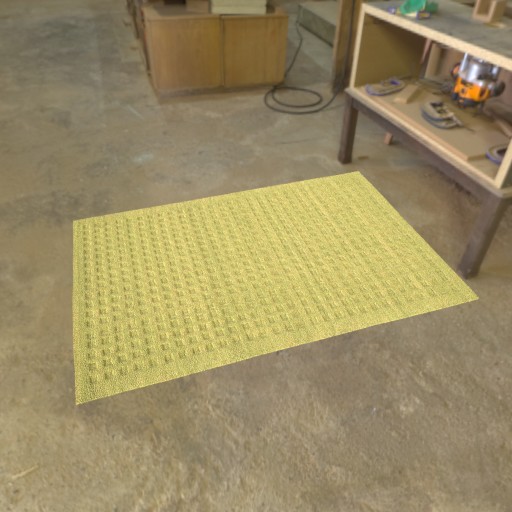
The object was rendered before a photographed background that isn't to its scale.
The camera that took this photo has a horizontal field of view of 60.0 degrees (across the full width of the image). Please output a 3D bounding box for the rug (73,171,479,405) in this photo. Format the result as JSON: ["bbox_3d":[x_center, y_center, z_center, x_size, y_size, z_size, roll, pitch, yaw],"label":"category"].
[{"bbox_3d":[0.000,0.000,2.910,2.297,0.007,1.529,-12,43,-13],"label":"rug"}]
